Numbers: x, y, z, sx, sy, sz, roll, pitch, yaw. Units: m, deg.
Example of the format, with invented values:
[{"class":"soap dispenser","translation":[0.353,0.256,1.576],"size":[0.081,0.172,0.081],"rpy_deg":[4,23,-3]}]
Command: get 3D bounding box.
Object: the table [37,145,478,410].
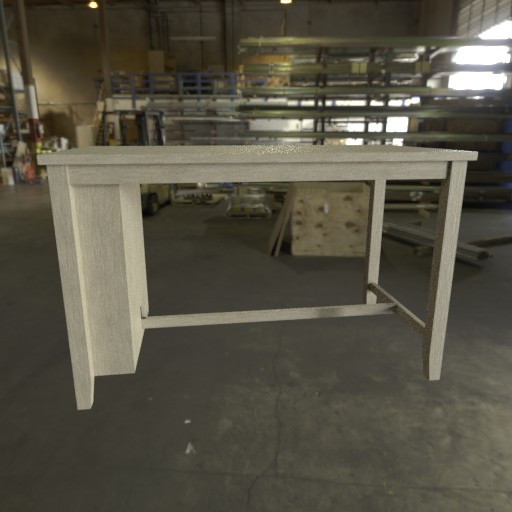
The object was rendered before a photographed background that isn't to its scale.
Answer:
[{"class":"table","translation":[0.000,0.000,1.853],"size":[1.397,0.874,0.729],"rpy_deg":[-2,16,-8]}]
